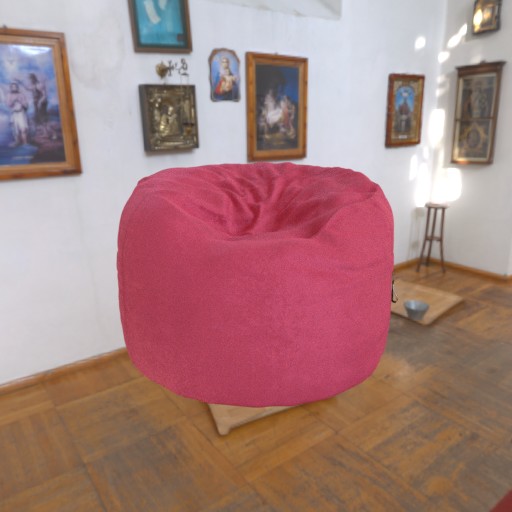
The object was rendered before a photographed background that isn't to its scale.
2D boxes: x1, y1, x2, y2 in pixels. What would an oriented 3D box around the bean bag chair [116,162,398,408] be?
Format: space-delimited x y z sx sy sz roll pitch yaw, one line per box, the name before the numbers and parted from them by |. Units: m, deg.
bean bag chair | 0.000 0.000 1.996 1.218 0.788 1.218 0 16 0
